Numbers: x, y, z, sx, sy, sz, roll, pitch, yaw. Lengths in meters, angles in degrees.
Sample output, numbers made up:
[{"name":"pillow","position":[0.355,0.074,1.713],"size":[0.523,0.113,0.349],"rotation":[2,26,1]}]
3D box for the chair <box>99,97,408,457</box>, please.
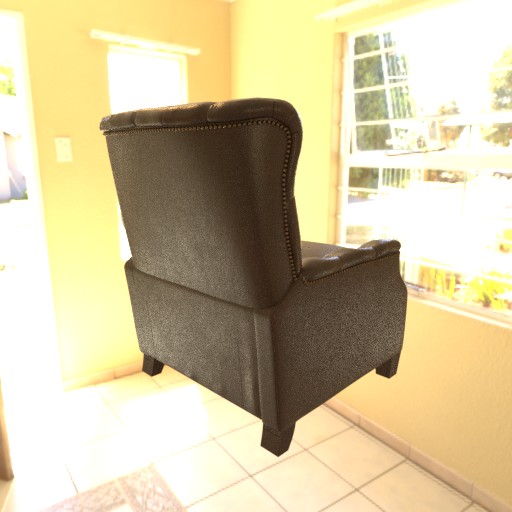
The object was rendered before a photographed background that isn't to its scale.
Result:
[{"name":"chair","position":[0.000,0.000,1.421],"size":[0.823,0.864,0.709],"rotation":[-13,18,-44]}]
